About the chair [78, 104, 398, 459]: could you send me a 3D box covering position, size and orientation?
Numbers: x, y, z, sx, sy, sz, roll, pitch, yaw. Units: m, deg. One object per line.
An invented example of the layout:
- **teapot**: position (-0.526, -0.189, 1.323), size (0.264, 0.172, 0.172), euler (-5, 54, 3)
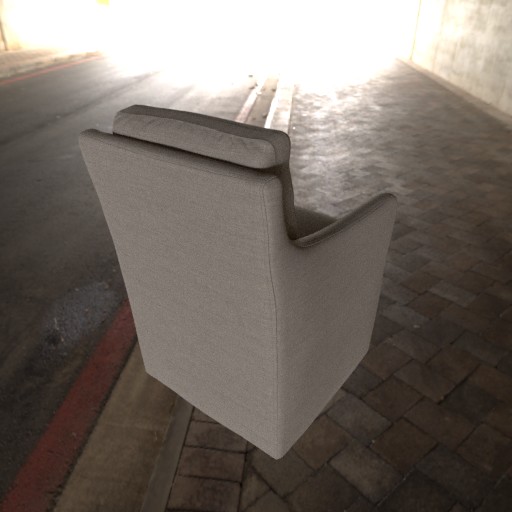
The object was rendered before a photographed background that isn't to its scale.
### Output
- **chair**: position (0.000, 0.000, 1.361), size (0.626, 0.914, 0.694), euler (21, 36, 32)
